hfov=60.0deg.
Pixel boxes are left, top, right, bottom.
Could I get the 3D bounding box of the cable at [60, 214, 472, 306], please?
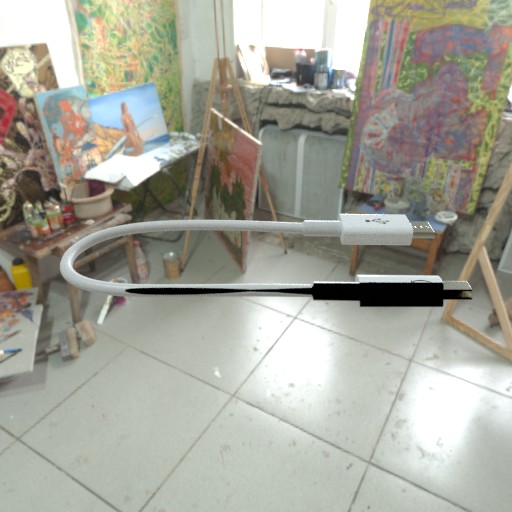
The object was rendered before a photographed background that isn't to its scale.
[{"bbox_3d":[0.000,0.000,0.114,0.098,0.006,0.040,1,32,1],"label":"cable"}]
